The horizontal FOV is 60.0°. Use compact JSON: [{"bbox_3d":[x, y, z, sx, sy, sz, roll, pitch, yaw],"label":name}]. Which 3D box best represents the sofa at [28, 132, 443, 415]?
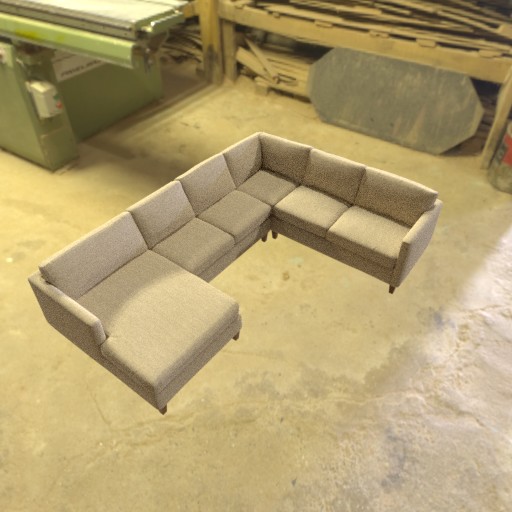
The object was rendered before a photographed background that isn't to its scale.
[{"bbox_3d":[0.000,0.000,4.555,2.594,0.961,3.460,27,48,27],"label":"sofa"}]
